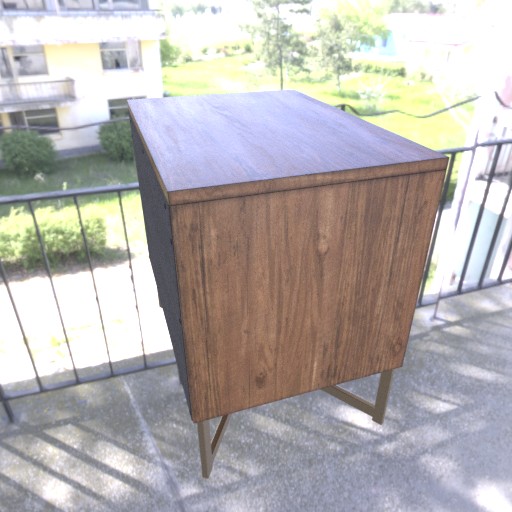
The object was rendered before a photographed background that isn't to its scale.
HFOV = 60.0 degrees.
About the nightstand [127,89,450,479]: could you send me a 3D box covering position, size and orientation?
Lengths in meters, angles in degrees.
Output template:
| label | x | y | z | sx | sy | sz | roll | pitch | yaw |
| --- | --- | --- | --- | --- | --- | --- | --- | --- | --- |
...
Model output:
| label | x | y | z | sx | sy | sz | roll | pitch | yaw |
| --- | --- | --- | --- | --- | --- | --- | --- | --- | --- |
| nightstand | 0.000 | 0.000 | 1.024 | 0.446 | 0.610 | 0.610 | -10 | 32 | -16 |
